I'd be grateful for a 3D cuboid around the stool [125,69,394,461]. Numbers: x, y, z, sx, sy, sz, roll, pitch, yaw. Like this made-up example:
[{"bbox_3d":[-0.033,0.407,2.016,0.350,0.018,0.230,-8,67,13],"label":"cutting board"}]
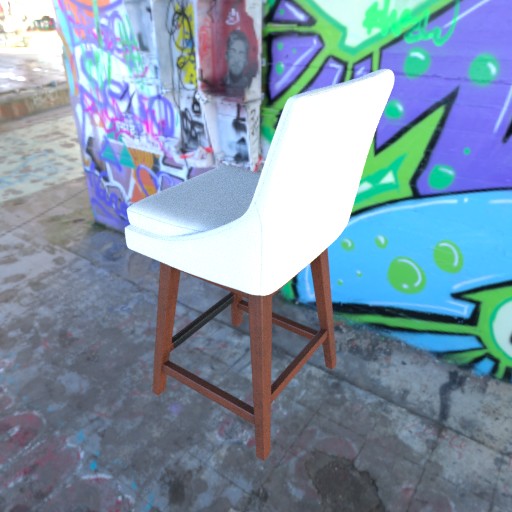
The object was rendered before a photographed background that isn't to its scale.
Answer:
[{"bbox_3d":[0.000,0.000,1.264,0.559,0.991,0.469,19,35,30],"label":"stool"}]
